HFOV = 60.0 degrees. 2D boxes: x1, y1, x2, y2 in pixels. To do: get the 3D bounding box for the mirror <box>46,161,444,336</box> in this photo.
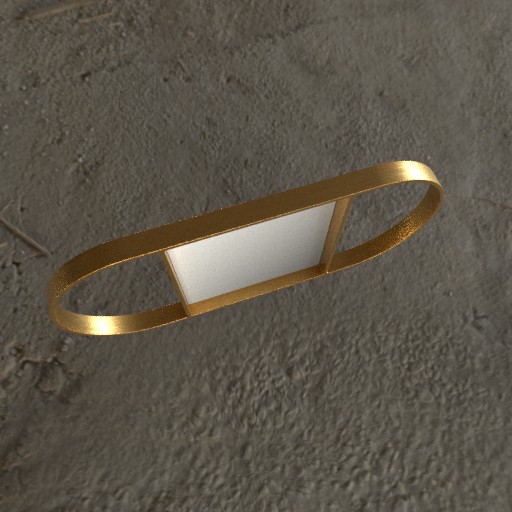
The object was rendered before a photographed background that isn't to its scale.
[{"bbox_3d":[0.000,0.000,0.652,0.584,0.254,0.032,-17,65,-8],"label":"mirror"}]
